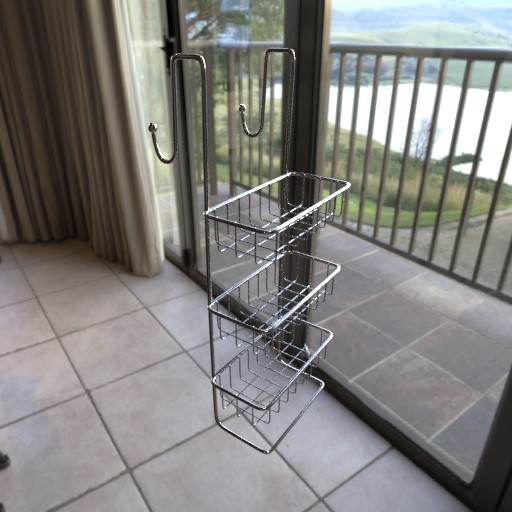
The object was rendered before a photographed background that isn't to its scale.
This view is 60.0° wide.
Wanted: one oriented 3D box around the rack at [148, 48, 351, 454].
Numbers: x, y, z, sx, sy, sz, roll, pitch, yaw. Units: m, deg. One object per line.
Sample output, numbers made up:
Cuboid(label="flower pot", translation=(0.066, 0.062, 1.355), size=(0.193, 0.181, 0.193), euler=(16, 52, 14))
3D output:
Cuboid(label="rack", translation=(0.000, 0.000, 0.684), size=(0.202, 0.574, 0.228), euler=(18, 32, 31))
